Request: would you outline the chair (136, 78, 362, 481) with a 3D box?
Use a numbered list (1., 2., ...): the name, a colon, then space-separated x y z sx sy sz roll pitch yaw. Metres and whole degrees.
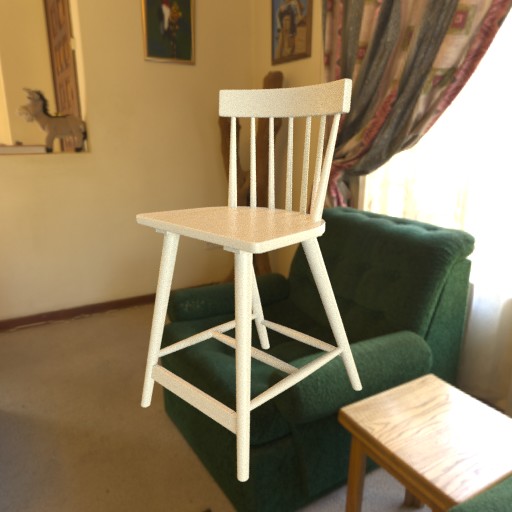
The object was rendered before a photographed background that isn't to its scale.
1. chair: 0.000 0.000 1.303 0.483 0.952 0.572 15 21 42
